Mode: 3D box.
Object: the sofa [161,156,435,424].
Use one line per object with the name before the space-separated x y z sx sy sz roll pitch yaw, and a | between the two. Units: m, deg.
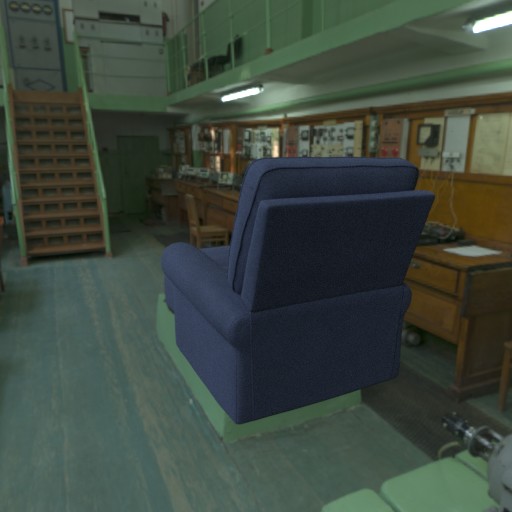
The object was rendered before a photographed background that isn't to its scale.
sofa | 0.000 0.000 2.125 0.880 0.959 1.478 -7 16 -26
